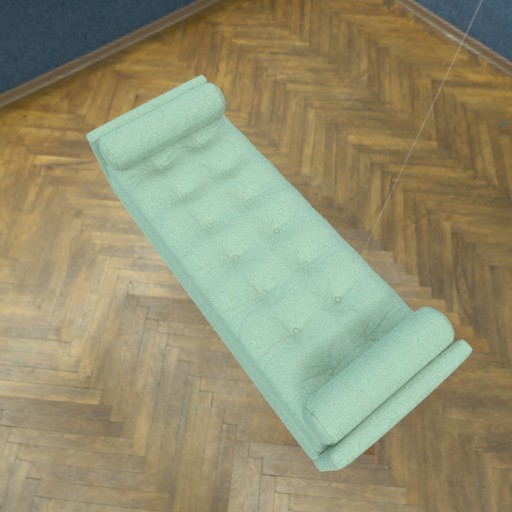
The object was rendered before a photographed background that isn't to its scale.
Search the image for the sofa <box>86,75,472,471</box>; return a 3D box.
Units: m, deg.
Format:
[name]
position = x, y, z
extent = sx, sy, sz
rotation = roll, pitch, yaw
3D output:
[sofa]
position = 0.000, 0.000, 2.415
extent = 0.796, 0.705, 2.102
rotation = -34, 68, -16
